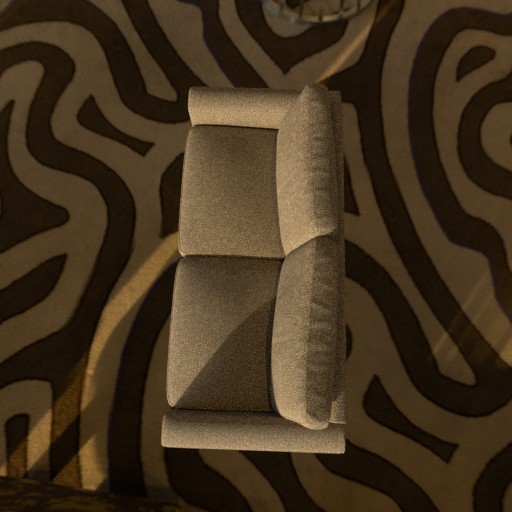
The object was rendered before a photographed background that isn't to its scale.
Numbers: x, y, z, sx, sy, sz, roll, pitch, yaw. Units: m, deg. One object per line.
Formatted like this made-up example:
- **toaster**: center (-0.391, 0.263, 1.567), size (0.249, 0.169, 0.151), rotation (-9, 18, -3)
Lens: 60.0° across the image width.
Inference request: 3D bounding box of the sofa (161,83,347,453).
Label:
- **sofa**: center (0.000, 0.000, 2.715), size (1.016, 0.873, 2.179), rotation (2, 76, 0)
